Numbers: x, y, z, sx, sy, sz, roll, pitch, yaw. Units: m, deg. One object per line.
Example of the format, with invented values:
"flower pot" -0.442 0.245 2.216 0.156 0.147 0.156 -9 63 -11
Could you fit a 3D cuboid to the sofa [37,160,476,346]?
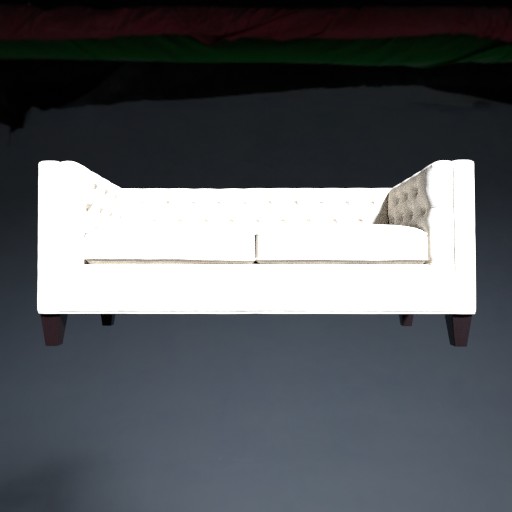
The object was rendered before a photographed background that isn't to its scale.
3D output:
"sofa" 0.000 0.000 2.170 1.778 0.762 0.775 0 -2 1
